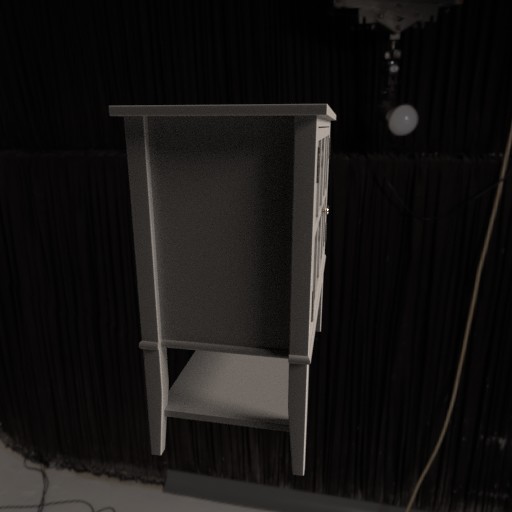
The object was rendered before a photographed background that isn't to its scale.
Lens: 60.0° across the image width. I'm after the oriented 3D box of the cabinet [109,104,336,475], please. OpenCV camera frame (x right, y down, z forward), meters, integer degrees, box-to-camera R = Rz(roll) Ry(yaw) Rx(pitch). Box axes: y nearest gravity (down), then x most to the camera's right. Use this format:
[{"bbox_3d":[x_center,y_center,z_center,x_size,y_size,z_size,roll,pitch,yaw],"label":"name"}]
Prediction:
[{"bbox_3d":[0.000,0.000,1.260,0.396,0.780,0.801,3,17,10],"label":"cabinet"}]
